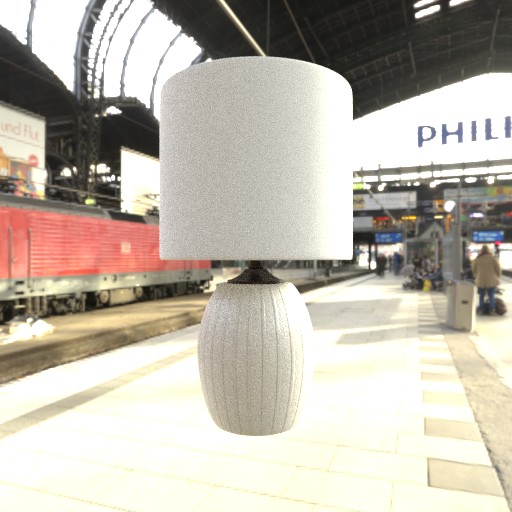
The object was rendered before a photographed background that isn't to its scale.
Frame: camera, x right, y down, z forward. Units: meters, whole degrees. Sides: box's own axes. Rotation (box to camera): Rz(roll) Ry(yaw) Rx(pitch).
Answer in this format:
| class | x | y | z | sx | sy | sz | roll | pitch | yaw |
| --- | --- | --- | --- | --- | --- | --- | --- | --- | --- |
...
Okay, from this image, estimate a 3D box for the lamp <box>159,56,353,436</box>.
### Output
| class | x | y | z | sx | sy | sz | roll | pitch | yaw |
| --- | --- | --- | --- | --- | --- | --- | --- | --- | --- |
| lamp | 0.000 | 0.000 | 0.771 | 0.328 | 0.570 | 0.328 | 0 | 0 | 0 |
